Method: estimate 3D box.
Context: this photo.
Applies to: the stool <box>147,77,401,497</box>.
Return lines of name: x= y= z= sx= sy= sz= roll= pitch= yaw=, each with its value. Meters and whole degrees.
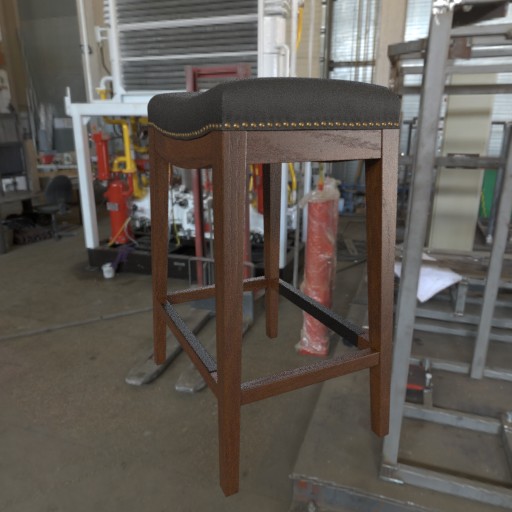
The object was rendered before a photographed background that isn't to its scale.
stool: x=0.000 y=0.000 z=0.927 sx=0.353 sy=0.664 sz=0.490 roll=-8 pitch=19 yaw=-25
